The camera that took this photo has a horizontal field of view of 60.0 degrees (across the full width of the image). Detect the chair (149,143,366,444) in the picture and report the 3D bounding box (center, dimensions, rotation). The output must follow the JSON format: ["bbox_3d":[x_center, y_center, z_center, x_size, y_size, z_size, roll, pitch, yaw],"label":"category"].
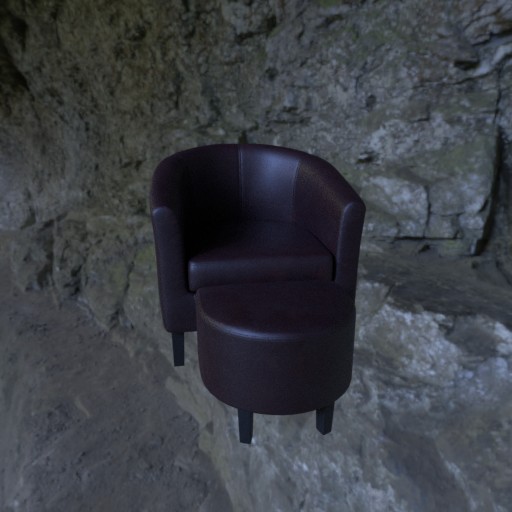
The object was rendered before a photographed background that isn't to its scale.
[{"bbox_3d":[0.000,0.000,1.621,0.737,0.755,1.176,-3,17,-9],"label":"chair"}]
